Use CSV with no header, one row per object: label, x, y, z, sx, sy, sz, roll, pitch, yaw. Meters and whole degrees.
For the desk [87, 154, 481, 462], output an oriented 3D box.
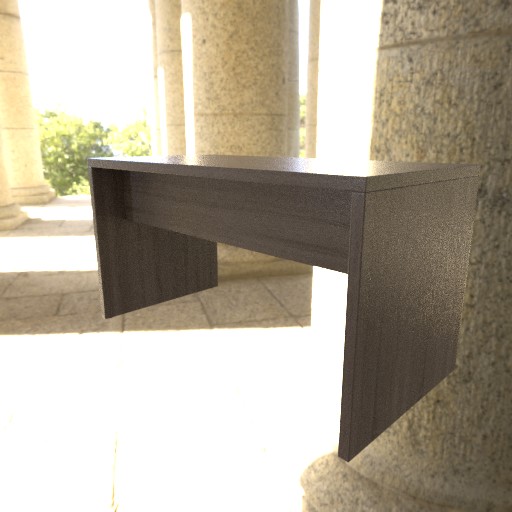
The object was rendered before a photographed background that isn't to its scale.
desk,0.000,0.000,1.774,0.690,0.745,1.380,-14,20,-43
